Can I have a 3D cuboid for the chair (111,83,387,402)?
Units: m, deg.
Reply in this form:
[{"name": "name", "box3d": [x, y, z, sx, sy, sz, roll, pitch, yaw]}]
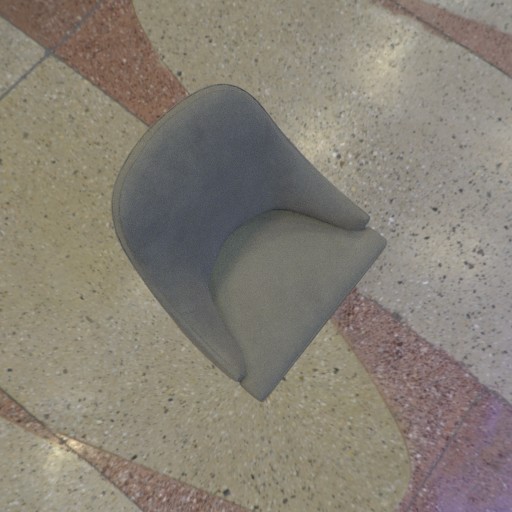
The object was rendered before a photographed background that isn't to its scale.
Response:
[{"name": "chair", "box3d": [0.000, 0.000, 1.322, 0.575, 0.889, 0.643, 39, 79, 9]}]
